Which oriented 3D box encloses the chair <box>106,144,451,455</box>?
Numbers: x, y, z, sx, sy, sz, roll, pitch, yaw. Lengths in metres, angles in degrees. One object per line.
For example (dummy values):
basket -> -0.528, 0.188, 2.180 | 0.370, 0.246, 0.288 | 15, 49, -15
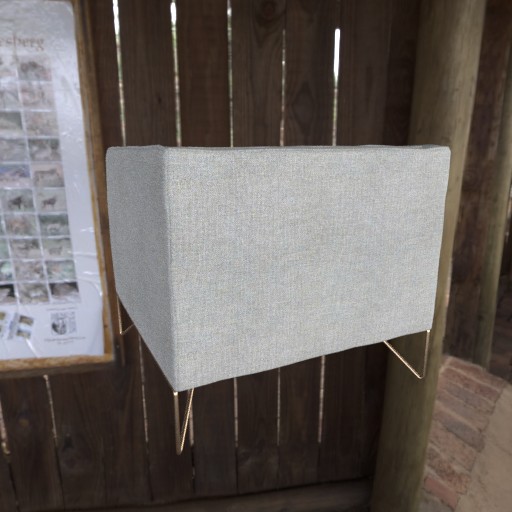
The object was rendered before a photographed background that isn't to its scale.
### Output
chair -> 0.000, 0.000, 1.637 | 0.920, 0.799, 0.912 | -7, 16, -25
